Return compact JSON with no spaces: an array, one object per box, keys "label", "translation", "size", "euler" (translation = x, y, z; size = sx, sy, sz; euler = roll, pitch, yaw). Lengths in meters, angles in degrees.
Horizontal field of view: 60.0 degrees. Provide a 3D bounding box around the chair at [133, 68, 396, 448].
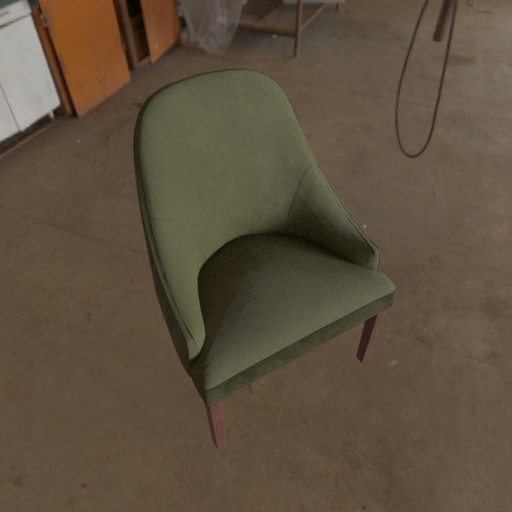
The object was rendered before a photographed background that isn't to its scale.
[{"label":"chair","translation":[0.000,0.000,1.305],"size":[0.643,0.889,0.575],"euler":[-23,50,-21]}]
